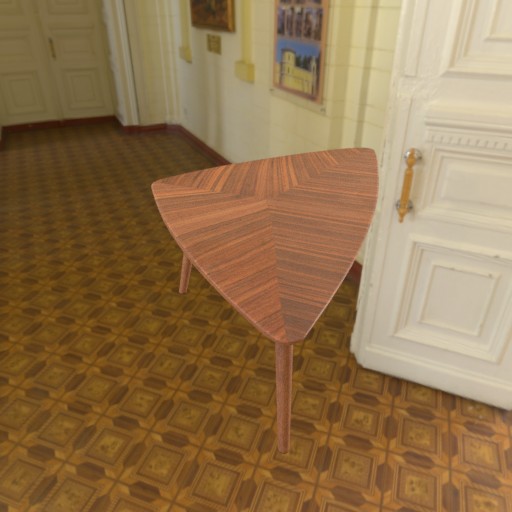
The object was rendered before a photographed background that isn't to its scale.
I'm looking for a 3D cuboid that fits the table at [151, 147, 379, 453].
[{"bbox_3d":[0.000,0.000,1.243,0.601,0.365,1.008,10,33,16],"label":"table"}]
